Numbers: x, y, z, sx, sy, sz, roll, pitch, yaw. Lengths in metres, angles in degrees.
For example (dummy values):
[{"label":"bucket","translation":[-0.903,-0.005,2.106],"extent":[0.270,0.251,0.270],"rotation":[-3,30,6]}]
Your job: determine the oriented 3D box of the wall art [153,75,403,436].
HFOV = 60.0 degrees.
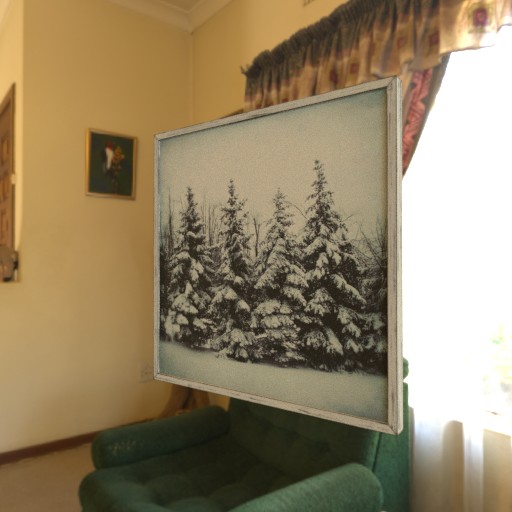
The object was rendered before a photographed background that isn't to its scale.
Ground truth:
[{"label":"wall art","translation":[0.000,0.000,1.172],"extent":[0.761,0.761,0.037],"rotation":[0,-1,36]}]
